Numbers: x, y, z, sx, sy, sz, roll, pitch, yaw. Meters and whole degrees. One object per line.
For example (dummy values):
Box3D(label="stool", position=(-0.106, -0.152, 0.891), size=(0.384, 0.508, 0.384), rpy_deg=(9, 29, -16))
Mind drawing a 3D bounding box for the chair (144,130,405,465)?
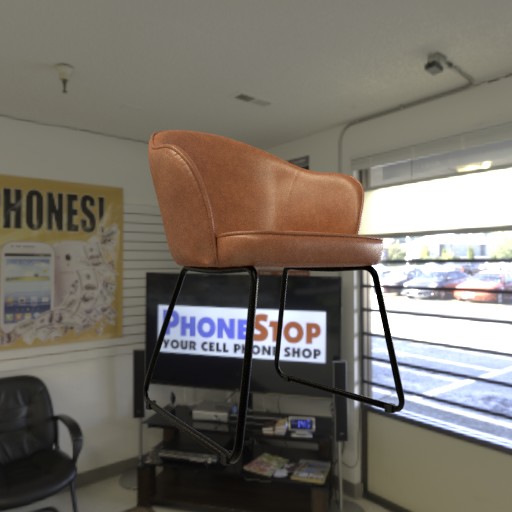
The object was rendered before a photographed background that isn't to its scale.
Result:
Box3D(label="chair", position=(0.000, 0.000, 1.181), size=(0.582, 0.785, 0.580), rpy_deg=(1, -1, -36))
